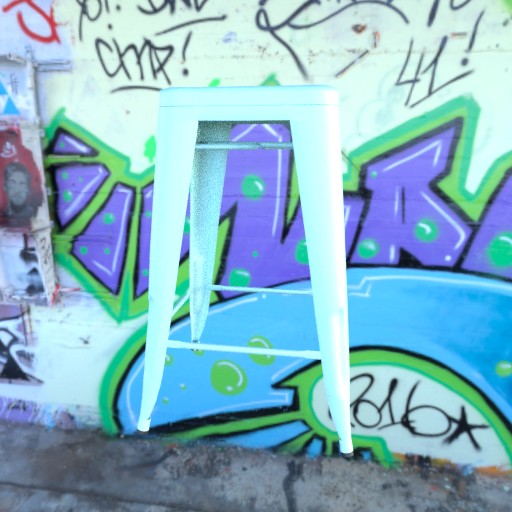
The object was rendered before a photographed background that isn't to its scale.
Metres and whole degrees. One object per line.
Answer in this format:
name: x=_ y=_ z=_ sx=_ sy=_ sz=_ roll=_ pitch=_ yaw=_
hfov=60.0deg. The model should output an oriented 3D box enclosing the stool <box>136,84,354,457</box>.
stool: x=0.000 y=0.000 z=0.878 sx=0.399 sy=0.609 sz=0.359 roll=2 pitch=16 yaw=9
